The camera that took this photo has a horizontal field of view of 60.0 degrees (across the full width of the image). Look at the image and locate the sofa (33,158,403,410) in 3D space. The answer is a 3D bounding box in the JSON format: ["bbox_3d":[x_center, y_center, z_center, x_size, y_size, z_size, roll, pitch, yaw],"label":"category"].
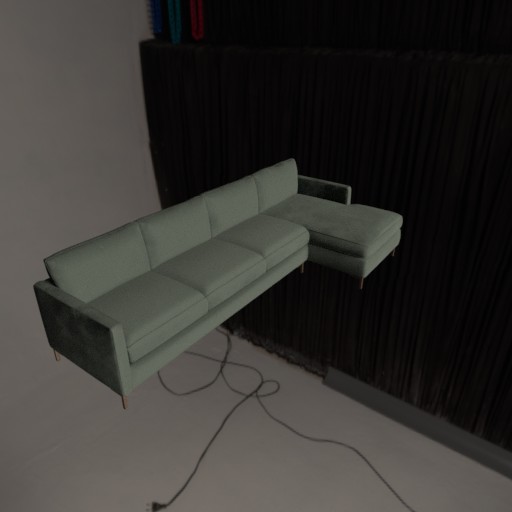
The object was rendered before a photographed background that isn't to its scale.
[{"bbox_3d":[0.000,0.000,3.268,1.255,0.756,2.725,19,33,32],"label":"sofa"}]
